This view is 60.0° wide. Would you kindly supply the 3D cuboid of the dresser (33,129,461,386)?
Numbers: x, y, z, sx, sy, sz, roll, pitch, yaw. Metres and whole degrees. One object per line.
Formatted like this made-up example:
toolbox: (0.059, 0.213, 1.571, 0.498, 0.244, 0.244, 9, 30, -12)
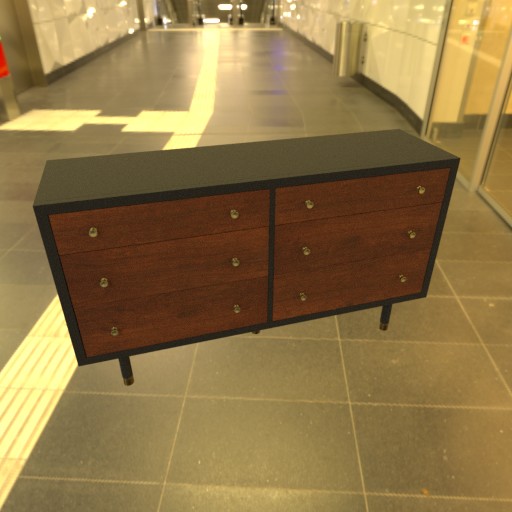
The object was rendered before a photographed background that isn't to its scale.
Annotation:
dresser: (0.000, 0.000, 1.949, 1.558, 0.872, 0.463, -9, 32, -14)
